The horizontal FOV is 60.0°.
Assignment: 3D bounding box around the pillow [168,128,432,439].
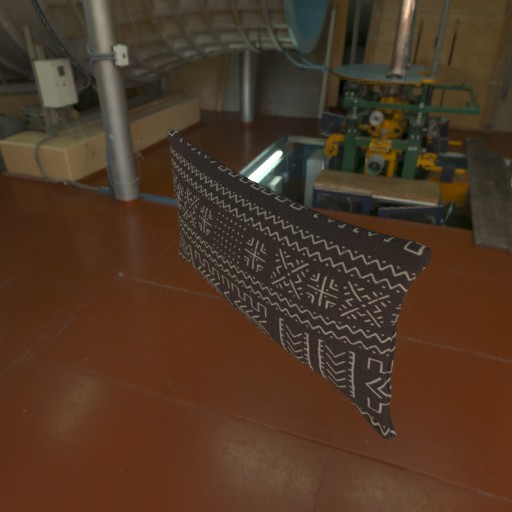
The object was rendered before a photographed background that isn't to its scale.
[{"bbox_3d":[0.000,0.000,0.799,0.135,0.322,0.667,-20,36,-30],"label":"pillow"}]
